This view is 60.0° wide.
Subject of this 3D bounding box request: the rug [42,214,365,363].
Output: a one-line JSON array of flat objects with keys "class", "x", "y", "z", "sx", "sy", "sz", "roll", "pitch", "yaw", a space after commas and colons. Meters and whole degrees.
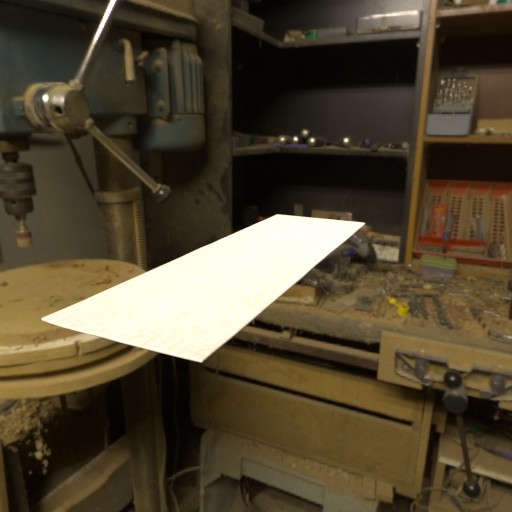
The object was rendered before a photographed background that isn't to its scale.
[{"class": "rug", "x": 0.000, "y": 0.000, "z": 2.709, "sx": 0.793, "sy": 0.014, "sz": 2.450, "roll": 8, "pitch": 18, "yaw": 25}]
